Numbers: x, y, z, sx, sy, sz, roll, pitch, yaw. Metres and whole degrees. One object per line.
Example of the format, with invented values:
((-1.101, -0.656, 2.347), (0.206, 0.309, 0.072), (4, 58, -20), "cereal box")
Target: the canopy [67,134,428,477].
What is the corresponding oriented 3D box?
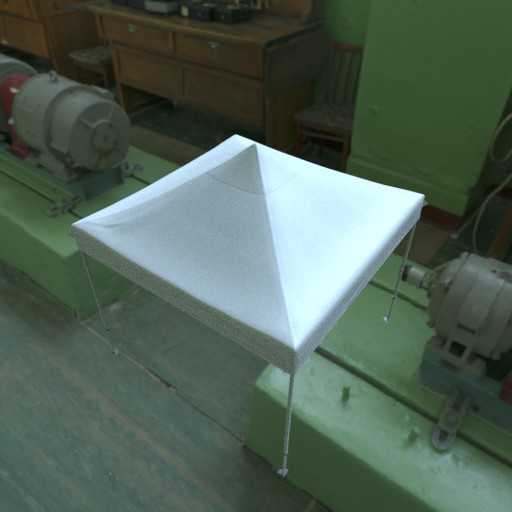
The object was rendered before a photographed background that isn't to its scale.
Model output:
((0.000, 0.000, 5.496), (2.994, 2.998, 2.996), (25, 46, 27), "canopy")
